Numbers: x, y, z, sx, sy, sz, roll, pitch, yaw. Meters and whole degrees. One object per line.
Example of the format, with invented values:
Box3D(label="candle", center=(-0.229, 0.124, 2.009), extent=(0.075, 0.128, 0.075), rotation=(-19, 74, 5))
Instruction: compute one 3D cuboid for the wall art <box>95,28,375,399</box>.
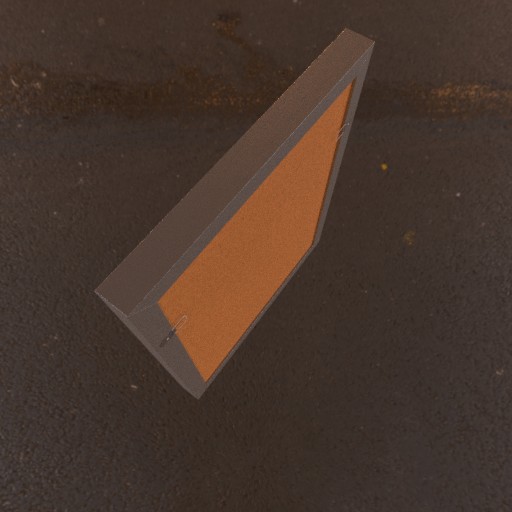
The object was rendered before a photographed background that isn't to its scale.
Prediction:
Box3D(label="wall art", center=(0.000, 0.000, 0.505), extent=(0.030, 0.379, 0.308), rotation=(34, 69, 15))
